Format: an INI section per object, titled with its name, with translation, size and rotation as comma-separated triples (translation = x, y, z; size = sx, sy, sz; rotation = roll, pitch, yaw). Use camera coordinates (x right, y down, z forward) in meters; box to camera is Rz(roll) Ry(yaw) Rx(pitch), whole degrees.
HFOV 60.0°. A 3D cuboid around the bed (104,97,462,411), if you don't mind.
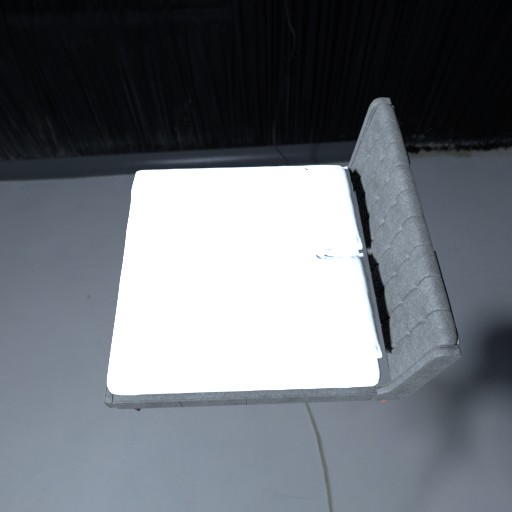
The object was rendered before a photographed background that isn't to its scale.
[bed]
translation = 0.000, 0.000, 2.553
size = 1.638, 0.933, 1.531
rotation = -2, 59, -1
